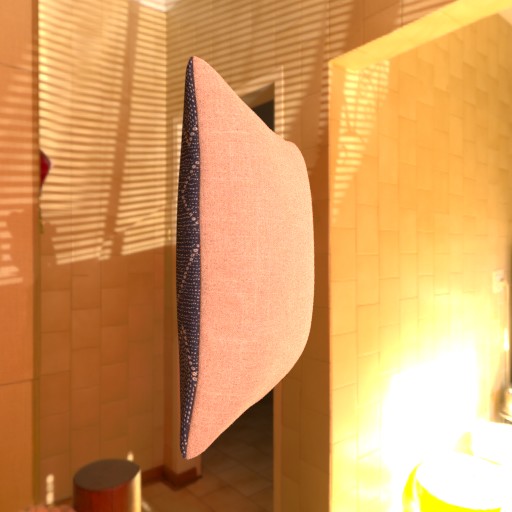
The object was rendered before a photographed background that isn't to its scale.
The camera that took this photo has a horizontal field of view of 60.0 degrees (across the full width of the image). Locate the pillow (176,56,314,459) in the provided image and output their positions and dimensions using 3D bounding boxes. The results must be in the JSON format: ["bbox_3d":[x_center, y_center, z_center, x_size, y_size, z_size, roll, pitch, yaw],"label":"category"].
[{"bbox_3d":[0.000,0.000,0.669,0.148,0.428,0.435,0,0,19],"label":"pillow"}]
